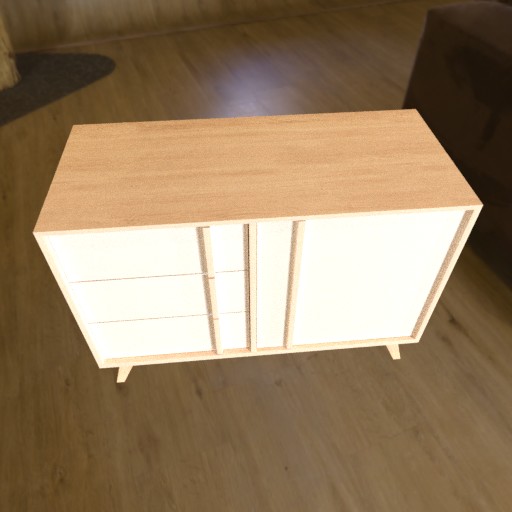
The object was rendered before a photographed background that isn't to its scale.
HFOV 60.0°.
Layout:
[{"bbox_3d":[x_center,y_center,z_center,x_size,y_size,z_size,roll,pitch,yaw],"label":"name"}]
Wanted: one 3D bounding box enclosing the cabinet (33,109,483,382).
[{"bbox_3d":[0.000,0.000,1.541,1.110,0.780,0.500,-4,46,-4],"label":"cabinet"}]
